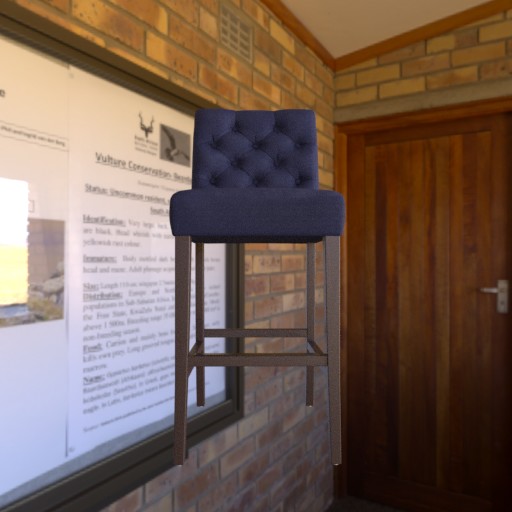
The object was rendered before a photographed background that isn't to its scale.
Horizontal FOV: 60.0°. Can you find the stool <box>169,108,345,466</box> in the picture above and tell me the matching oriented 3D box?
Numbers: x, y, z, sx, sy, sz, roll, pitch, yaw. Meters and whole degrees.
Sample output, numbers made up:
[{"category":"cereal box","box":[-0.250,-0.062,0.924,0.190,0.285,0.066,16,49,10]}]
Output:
[{"category":"stool","box":[0.000,0.000,1.486,0.493,1.140,0.601,0,0,-1]}]
